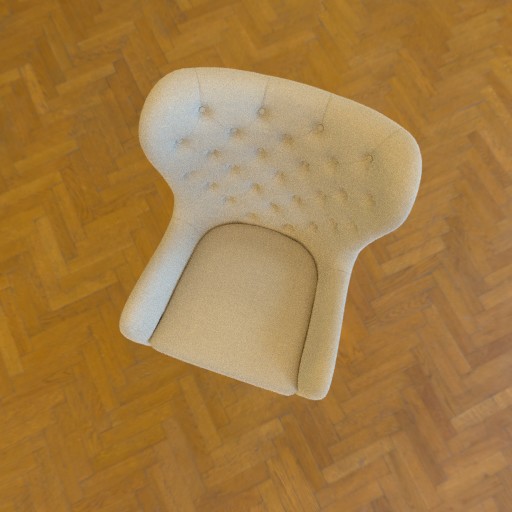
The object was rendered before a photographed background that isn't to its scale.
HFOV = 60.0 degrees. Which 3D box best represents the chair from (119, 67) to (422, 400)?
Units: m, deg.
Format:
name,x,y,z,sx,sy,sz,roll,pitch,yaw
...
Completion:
name,x,y,z,sx,sy,sz,roll,pitch,yaw
chair,0.000,0.000,1.720,0.831,1.079,0.929,17,76,4
